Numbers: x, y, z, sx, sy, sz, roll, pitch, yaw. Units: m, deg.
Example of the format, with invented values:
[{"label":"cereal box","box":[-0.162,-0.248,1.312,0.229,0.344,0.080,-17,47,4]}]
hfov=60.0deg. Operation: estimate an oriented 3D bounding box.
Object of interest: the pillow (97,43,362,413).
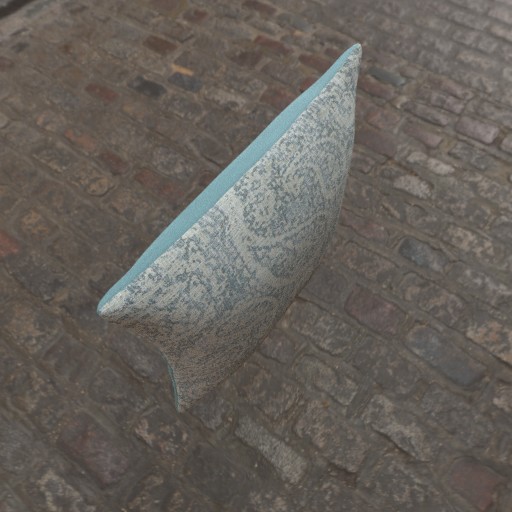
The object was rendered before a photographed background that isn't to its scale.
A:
[{"label":"pillow","box":[0.000,0.000,0.761,0.166,0.507,0.526,33,66,17]}]
